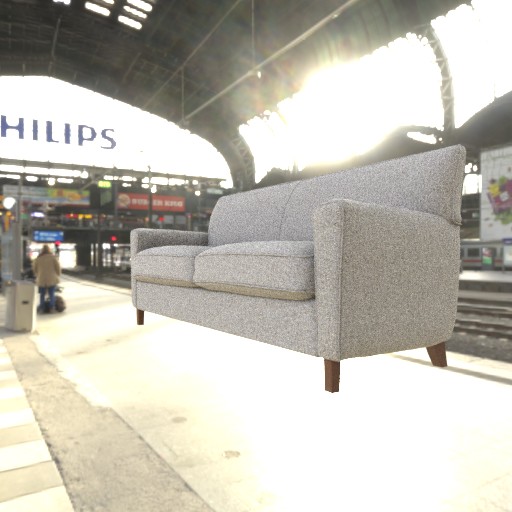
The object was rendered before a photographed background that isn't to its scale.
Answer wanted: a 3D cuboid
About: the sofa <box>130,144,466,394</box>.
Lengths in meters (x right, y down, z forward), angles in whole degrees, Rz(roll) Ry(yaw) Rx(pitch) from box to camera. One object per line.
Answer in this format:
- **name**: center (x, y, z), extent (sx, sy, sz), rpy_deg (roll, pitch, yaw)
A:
- **sofa**: center (0.000, 0.000, 2.467), extent (0.854, 0.942, 2.026), rpy_deg (0, 0, -35)
